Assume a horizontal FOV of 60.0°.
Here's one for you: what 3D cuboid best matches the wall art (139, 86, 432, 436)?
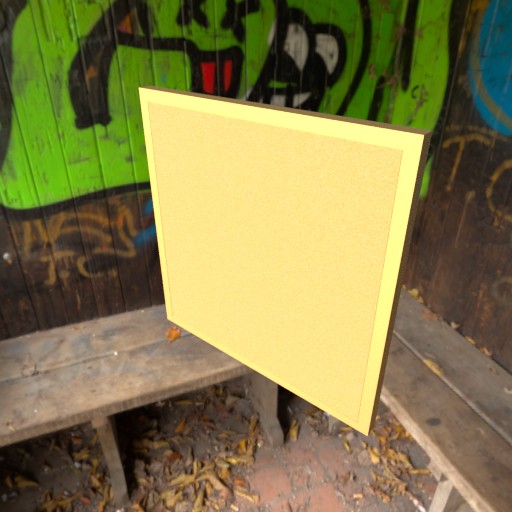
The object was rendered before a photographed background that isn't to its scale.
[{"bbox_3d":[0.000,0.000,2.929,1.926,1.926,0.099,22,36,33],"label":"wall art"}]
